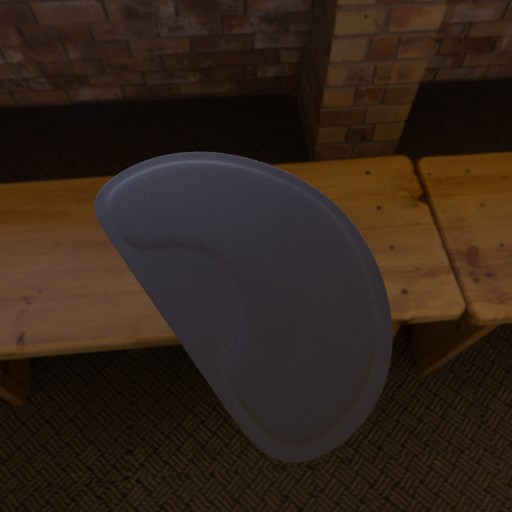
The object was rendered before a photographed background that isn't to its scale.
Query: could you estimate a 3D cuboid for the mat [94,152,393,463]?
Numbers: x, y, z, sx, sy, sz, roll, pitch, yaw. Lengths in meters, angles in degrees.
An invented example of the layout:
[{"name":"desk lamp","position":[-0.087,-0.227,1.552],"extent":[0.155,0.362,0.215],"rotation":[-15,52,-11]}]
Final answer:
[{"name":"mat","position":[0.000,0.000,1.865],"extent":[0.913,0.013,1.524],"rotation":[-32,64,-18]}]
